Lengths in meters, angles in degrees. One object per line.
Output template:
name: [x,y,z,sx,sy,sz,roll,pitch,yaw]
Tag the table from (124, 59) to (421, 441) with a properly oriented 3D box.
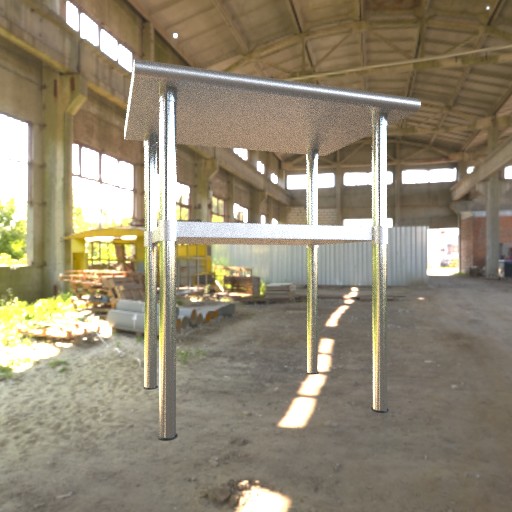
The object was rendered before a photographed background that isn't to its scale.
table: [0.000,0.000,1.372,0.762,0.876,0.584,0,-1,-19]
